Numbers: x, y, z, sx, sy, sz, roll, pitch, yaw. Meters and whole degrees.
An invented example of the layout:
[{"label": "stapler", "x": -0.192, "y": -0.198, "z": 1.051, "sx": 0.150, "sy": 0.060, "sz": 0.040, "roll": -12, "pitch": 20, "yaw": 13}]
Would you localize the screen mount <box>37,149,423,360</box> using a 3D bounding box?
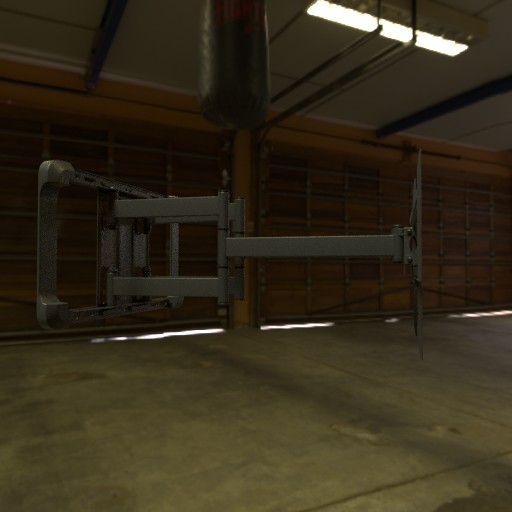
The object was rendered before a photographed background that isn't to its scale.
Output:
[{"label": "screen mount", "x": 0.000, "y": 0.000, "z": 1.303, "sx": 0.905, "sy": 0.483, "sz": 0.725, "roll": 0, "pitch": -2, "yaw": 18}]
